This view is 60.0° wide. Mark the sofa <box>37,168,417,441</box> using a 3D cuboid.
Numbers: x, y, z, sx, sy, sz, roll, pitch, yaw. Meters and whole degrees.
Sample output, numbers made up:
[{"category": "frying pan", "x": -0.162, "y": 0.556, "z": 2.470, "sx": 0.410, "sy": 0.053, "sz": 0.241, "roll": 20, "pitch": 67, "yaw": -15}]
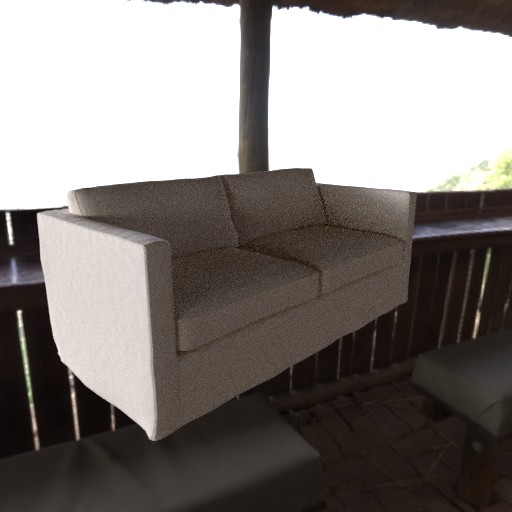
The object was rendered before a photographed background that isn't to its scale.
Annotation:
[{"category": "sofa", "x": 0.000, "y": 0.000, "z": 2.468, "sx": 0.940, "sy": 0.870, "sz": 1.987, "roll": 14, "pitch": 21, "yaw": 42}]
